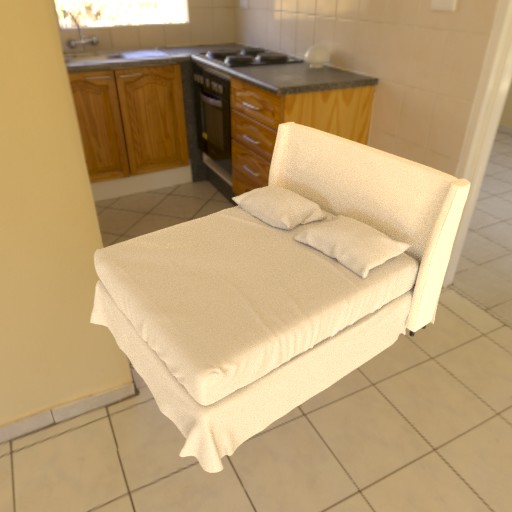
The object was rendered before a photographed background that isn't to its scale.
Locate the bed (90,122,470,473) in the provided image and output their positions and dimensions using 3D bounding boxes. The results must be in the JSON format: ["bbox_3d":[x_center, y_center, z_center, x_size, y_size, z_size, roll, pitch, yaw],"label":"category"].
[{"bbox_3d":[0.000,0.000,3.426,2.276,1.332,1.925,-22,38,-31],"label":"bed"}]
